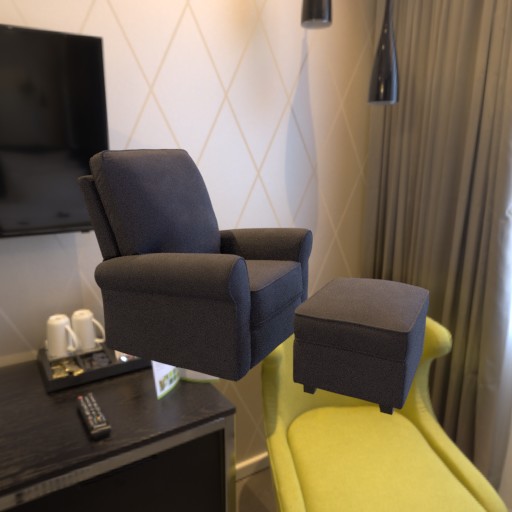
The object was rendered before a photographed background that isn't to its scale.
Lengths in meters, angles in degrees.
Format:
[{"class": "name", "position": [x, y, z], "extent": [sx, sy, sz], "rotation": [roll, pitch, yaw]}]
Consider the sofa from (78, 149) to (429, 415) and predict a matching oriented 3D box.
[{"class": "sofa", "position": [0.000, 0.000, 2.037], "extent": [1.478, 0.959, 0.880], "rotation": [7, 15, 27]}]
